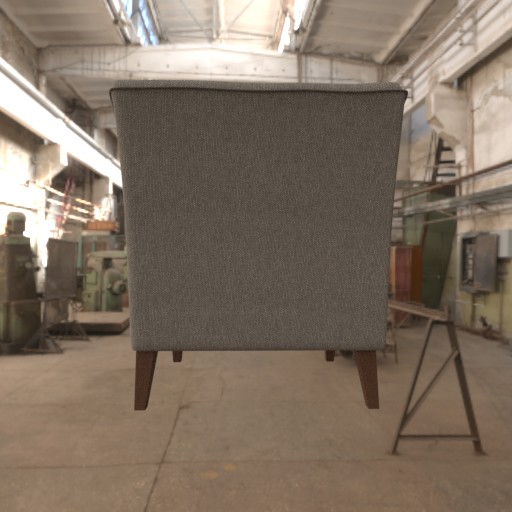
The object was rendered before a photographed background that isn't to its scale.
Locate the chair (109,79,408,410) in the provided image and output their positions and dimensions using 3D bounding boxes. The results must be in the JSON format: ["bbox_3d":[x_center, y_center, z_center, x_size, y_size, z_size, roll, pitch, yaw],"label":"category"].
[{"bbox_3d":[0.000,0.000,1.570,0.780,0.919,0.899,0,0,-1],"label":"chair"}]
